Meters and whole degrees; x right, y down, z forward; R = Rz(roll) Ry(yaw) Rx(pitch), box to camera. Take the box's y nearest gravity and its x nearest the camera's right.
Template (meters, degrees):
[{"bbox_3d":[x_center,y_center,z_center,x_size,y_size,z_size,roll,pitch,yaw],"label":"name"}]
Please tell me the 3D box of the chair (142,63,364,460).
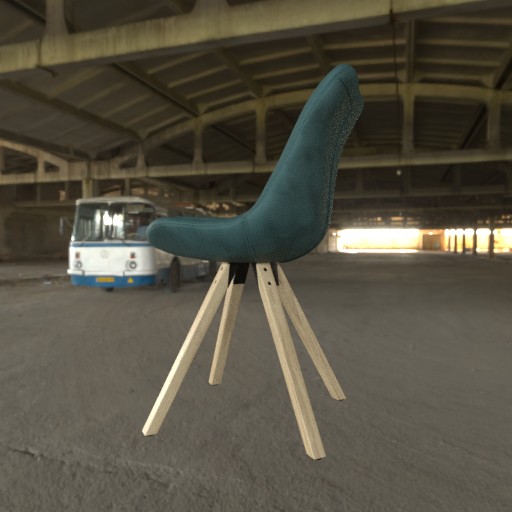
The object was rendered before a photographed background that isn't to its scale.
[{"bbox_3d":[0.000,0.000,1.195,0.547,0.865,0.483,1,2,18],"label":"chair"}]
